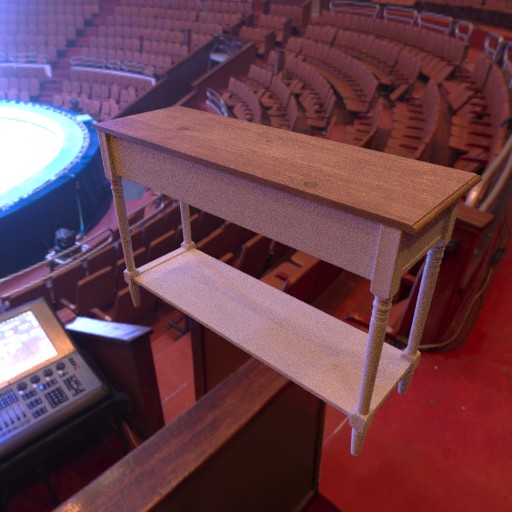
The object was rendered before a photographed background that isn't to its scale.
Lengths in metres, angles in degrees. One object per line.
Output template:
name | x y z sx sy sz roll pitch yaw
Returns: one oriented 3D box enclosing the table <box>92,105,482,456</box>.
table | 0.000 0.000 1.571 1.219 0.800 0.399 24 39 35
